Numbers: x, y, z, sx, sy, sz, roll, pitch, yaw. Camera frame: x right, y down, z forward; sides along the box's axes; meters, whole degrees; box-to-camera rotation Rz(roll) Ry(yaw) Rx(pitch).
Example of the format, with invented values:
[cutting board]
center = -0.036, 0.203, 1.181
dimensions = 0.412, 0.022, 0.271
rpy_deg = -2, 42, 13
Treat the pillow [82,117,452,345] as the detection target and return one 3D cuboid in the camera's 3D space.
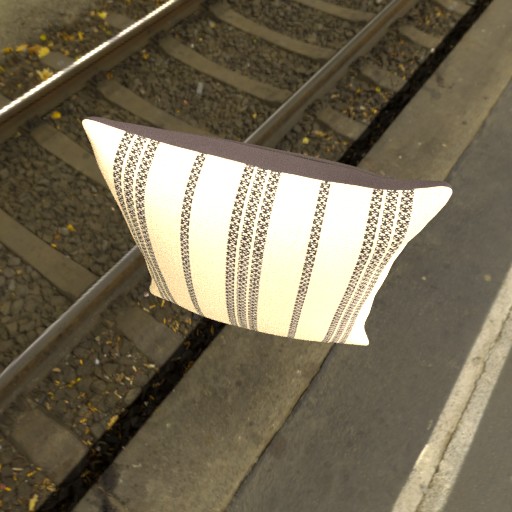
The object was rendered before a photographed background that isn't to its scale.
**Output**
[pillow]
center = 0.000, 0.000, 0.632
dimensions = 0.405, 0.406, 0.173
rpy_deg = 13, 58, 8
